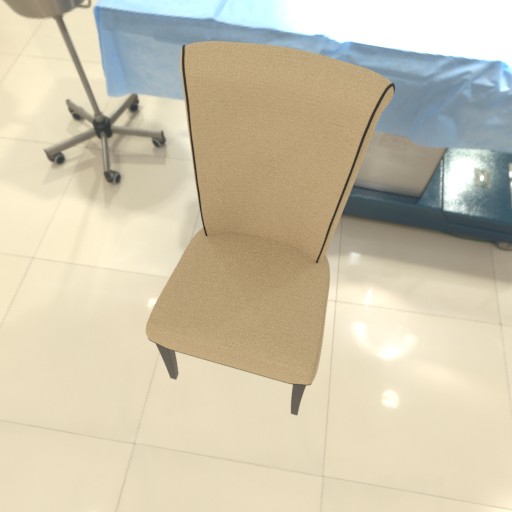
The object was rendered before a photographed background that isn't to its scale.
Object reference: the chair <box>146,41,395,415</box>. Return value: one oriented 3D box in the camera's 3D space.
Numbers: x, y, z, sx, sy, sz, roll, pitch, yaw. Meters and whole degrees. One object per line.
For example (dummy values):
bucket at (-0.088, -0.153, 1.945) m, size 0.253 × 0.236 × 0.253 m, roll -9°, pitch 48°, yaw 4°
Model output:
chair at (0.000, 0.000, 1.332) m, size 0.522 × 0.997 × 0.623 m, roll 14°, pitch 61°, yaw 8°
